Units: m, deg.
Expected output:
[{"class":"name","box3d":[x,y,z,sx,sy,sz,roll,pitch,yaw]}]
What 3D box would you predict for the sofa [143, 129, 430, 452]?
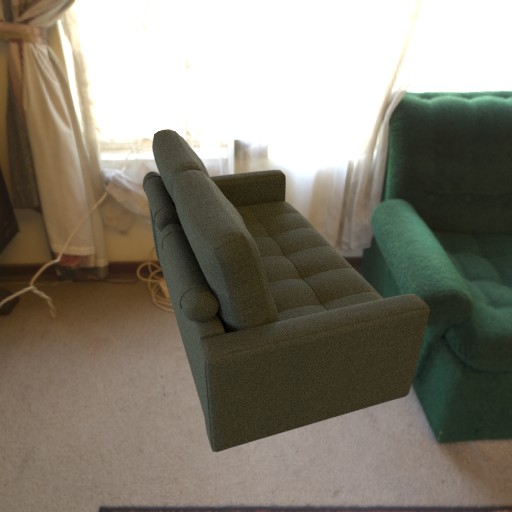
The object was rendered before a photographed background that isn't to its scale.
[{"class":"sofa","box3d":[0.000,0.000,2.002,0.842,0.907,1.407,-10,33,-16]}]
